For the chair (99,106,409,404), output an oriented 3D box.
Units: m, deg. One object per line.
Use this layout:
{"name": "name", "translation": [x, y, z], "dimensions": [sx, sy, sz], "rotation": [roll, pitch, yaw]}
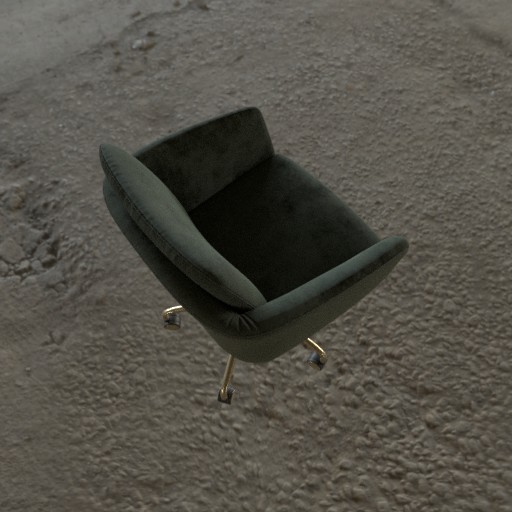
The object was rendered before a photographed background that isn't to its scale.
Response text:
{"name": "chair", "translation": [0.000, 0.000, 1.323], "dimensions": [0.635, 0.908, 0.641], "rotation": [-34, 64, -19]}
